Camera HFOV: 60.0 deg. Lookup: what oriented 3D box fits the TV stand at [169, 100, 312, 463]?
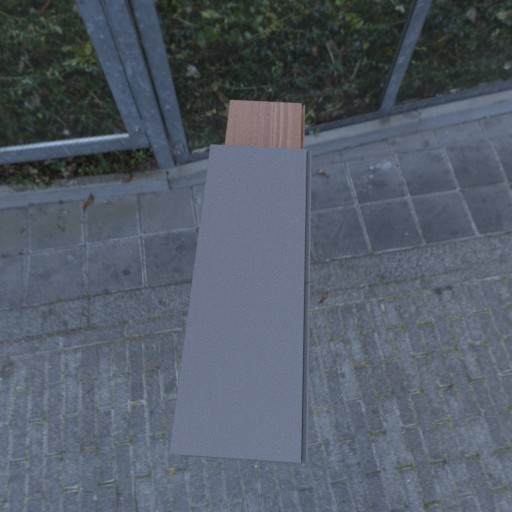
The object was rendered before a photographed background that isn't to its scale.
[{"bbox_3d":[0.000,0.000,1.593,0.329,0.591,1.336,3,65,2],"label":"TV stand"}]
